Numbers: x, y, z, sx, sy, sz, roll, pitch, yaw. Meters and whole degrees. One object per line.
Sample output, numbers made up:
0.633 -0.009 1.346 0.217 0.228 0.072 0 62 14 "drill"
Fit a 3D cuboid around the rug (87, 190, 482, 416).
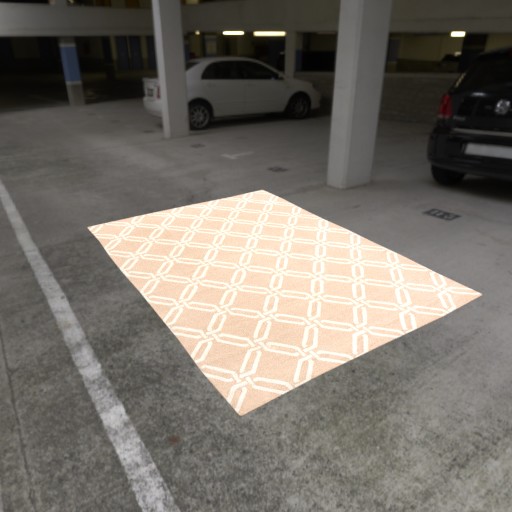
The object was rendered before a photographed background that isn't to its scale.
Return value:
0.000 0.000 4.418 2.452 0.020 3.365 -17 31 -29 "rug"
